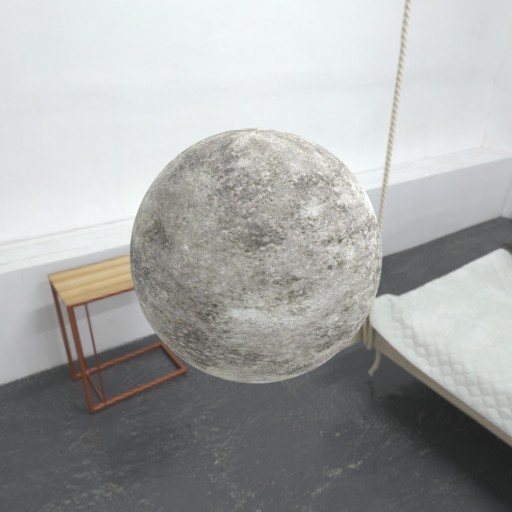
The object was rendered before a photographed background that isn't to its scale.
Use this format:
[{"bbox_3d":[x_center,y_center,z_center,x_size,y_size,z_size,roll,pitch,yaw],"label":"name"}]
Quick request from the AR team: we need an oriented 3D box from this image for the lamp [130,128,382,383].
[{"bbox_3d":[0.000,0.000,0.770,0.422,0.429,0.422,0,28,0],"label":"lamp"}]
